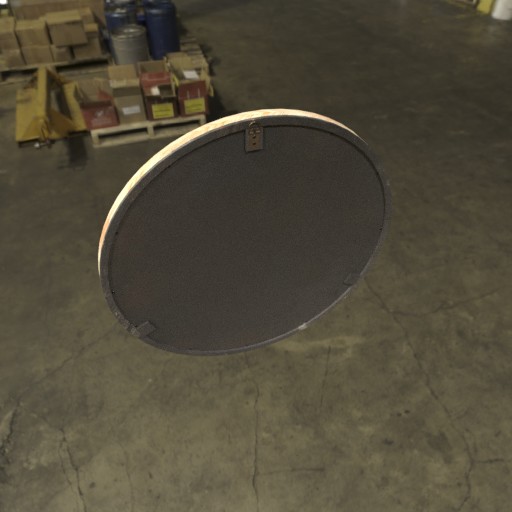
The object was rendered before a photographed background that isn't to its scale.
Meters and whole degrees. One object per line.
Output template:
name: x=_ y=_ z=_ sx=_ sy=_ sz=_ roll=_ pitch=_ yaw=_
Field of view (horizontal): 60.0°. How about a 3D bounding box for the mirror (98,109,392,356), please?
mirror: x=0.000 y=0.000 z=1.061 sx=0.710 sy=0.710 sz=0.038 roll=-13 pitch=44 yaw=-14
